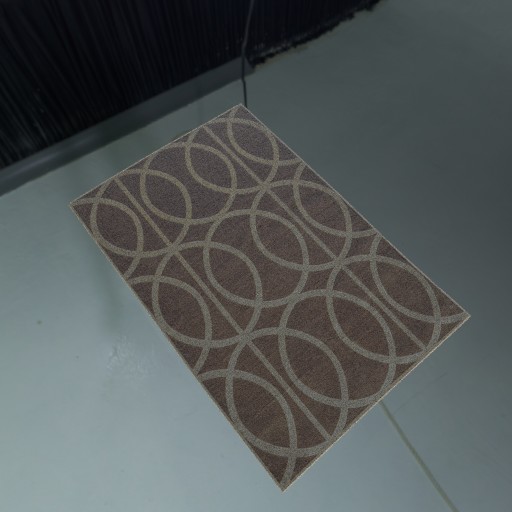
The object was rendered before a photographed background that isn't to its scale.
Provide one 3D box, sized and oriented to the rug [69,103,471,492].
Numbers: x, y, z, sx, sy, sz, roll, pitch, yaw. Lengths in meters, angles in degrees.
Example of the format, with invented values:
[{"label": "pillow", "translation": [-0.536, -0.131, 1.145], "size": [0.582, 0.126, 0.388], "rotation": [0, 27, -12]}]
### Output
[{"label": "rug", "translation": [0.000, 0.000, 2.889], "size": [1.526, 0.014, 2.290], "rotation": [-36, 68, -17]}]
